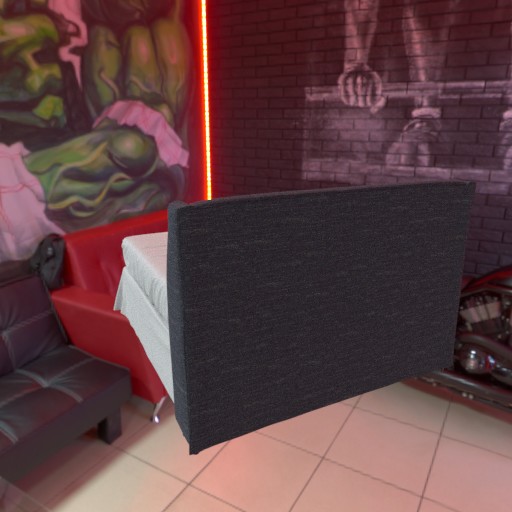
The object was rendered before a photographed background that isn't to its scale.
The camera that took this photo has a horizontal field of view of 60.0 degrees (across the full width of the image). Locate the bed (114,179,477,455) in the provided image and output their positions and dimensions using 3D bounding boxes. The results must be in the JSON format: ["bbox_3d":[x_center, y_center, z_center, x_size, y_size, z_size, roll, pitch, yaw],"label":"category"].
[{"bbox_3d":[0.000,0.000,3.438,1.925,1.332,2.276,-8,19,-26],"label":"bed"}]
